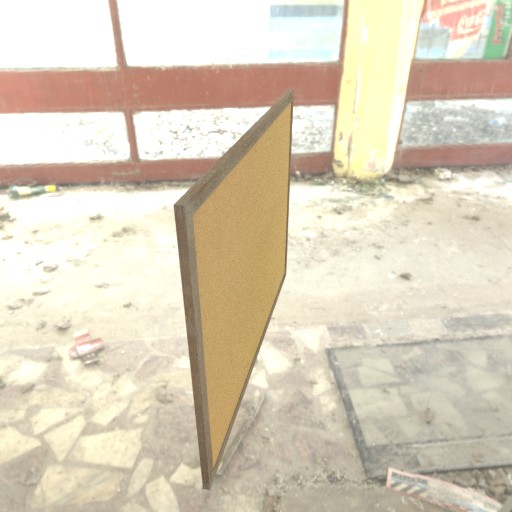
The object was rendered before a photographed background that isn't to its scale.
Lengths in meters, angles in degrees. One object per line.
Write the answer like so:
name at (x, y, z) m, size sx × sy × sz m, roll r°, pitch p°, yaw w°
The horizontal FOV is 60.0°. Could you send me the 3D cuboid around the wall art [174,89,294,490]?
wall art at (0.000, 0.000, 1.331) m, size 0.019 × 0.774 × 1.012 m, roll 7°, pitch 32°, yaw 12°
